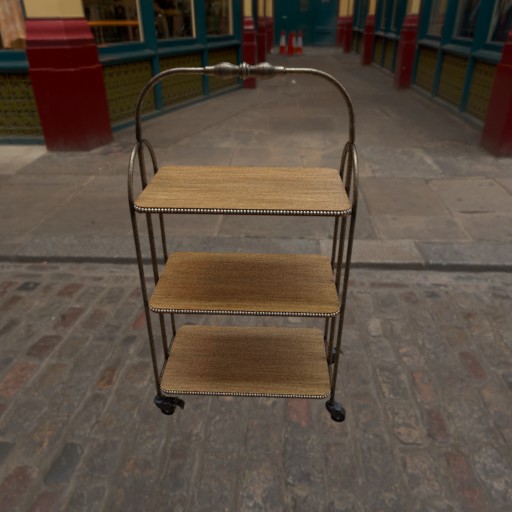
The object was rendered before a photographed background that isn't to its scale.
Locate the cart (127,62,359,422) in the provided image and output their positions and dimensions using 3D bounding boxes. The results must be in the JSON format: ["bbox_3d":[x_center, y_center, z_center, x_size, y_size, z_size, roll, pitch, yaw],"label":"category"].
[{"bbox_3d":[0.000,0.000,1.308,0.650,1.052,0.330,1,29,2],"label":"cart"}]
